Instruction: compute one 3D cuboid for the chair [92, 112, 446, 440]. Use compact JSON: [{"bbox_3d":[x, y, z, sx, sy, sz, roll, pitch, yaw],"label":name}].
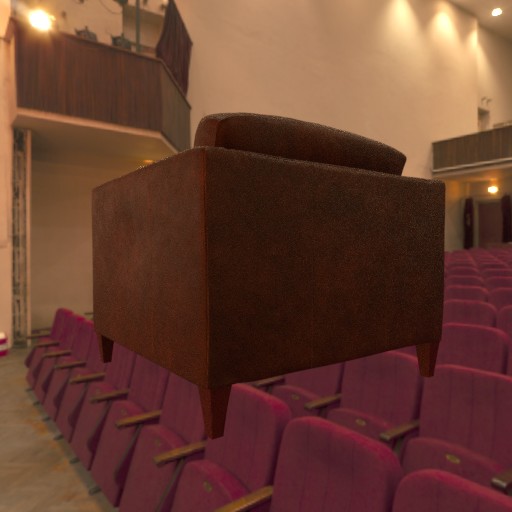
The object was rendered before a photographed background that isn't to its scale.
[{"bbox_3d":[0.000,0.000,1.701,0.990,0.864,0.975,-1,1,-35],"label":"chair"}]
